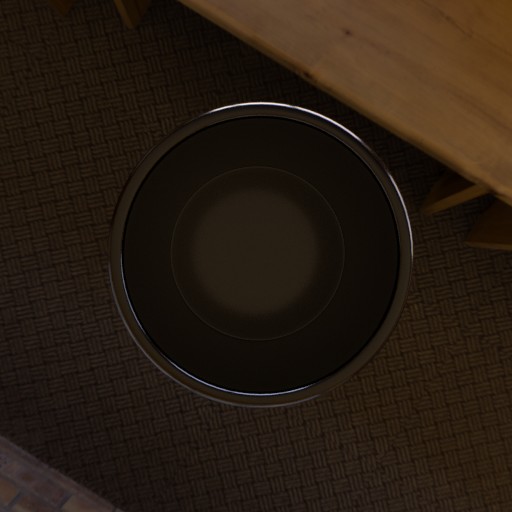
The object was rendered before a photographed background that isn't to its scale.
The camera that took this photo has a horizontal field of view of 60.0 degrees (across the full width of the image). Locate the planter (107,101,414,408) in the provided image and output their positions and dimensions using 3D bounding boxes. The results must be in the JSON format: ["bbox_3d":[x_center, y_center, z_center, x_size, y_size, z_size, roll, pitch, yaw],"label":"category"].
[{"bbox_3d":[0.000,0.000,0.644,0.310,0.432,0.310,0,91,-1],"label":"planter"}]
